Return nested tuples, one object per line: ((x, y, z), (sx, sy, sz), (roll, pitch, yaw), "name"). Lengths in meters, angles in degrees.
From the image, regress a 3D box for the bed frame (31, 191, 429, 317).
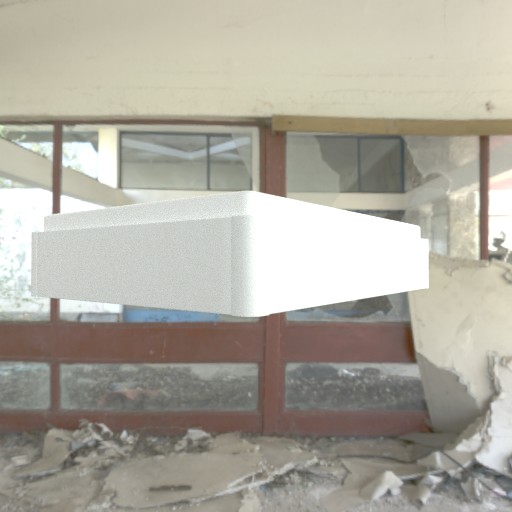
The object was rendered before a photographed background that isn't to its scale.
((0.000, 0.000, 2.535), (1.400, 0.406, 1.900), (-1, -1, 37), "bed frame")
